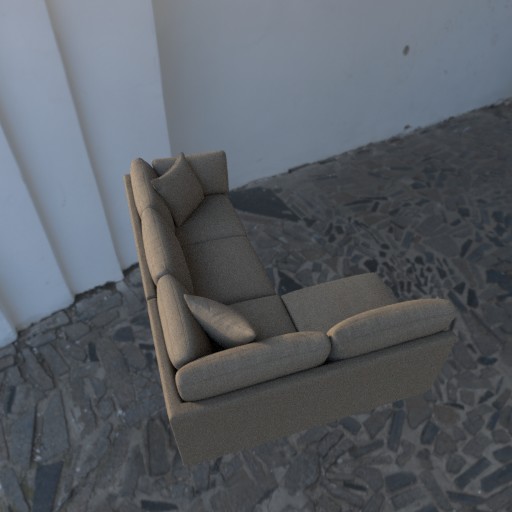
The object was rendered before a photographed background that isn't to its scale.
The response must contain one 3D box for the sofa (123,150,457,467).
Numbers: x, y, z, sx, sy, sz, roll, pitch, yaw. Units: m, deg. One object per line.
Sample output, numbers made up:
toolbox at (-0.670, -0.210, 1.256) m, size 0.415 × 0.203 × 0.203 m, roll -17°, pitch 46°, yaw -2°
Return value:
sofa at (0.000, 0.000, 3.954) m, size 1.994 × 0.978 × 2.896 m, roll -12°, pitch 42°, yaw -13°
